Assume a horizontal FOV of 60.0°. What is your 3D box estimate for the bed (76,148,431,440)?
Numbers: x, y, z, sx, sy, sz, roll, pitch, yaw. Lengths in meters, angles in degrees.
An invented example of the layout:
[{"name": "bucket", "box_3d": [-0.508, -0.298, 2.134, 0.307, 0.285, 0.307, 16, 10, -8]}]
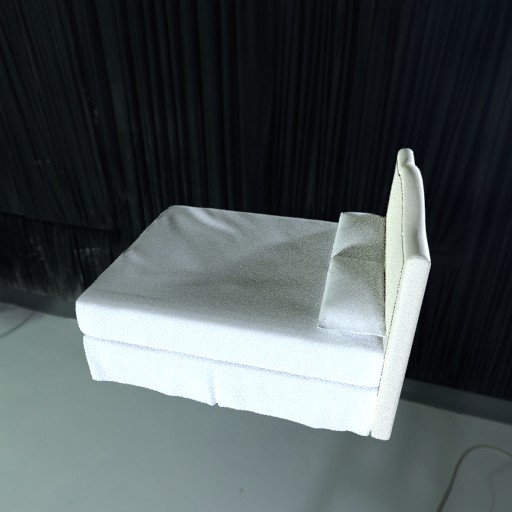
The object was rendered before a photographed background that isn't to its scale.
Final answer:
[{"name": "bed", "box_3d": [0.000, 0.000, 3.324, 2.143, 1.460, 1.753, 7, 32, 12]}]
